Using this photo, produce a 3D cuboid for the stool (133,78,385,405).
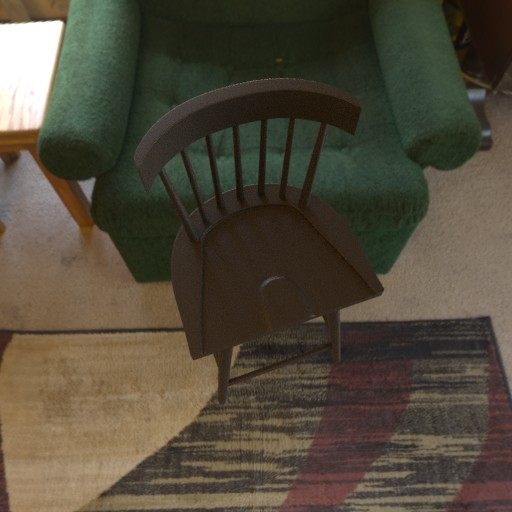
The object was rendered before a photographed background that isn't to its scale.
[{"bbox_3d":[0.000,0.000,1.262,0.494,0.953,0.549,-18,64,-9],"label":"stool"}]
